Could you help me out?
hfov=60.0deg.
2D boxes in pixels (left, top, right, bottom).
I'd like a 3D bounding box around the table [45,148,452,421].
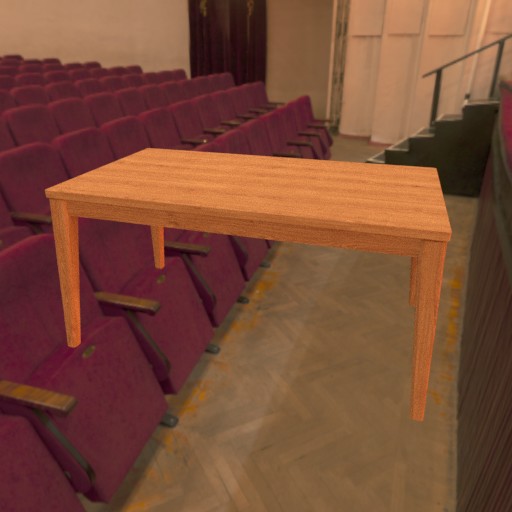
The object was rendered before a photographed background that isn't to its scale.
[{"bbox_3d":[0.000,0.000,2.115,1.600,0.760,0.900,8,27,15],"label":"table"}]
